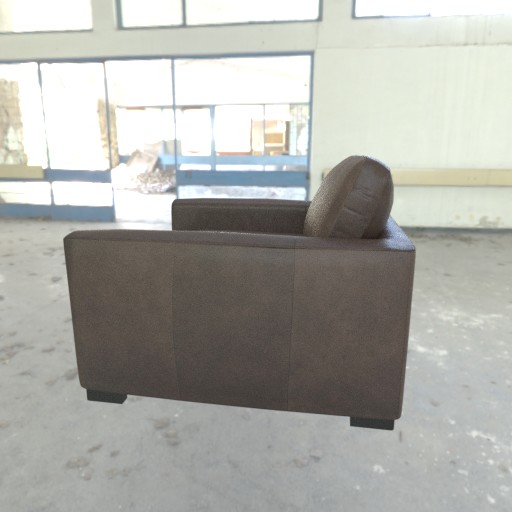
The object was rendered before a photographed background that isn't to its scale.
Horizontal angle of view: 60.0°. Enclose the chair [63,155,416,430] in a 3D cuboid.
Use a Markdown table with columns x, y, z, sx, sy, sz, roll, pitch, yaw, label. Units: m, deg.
| x | y | z | sx | sy | sz | roll | pitch | yaw | label |
| --- | --- | --- | --- | --- | --- | --- | --- | --- | --- |
| 0.000 | 0.000 | 1.811 | 1.069 | 0.812 | 1.100 | 2 | 14 | 10 | chair |
